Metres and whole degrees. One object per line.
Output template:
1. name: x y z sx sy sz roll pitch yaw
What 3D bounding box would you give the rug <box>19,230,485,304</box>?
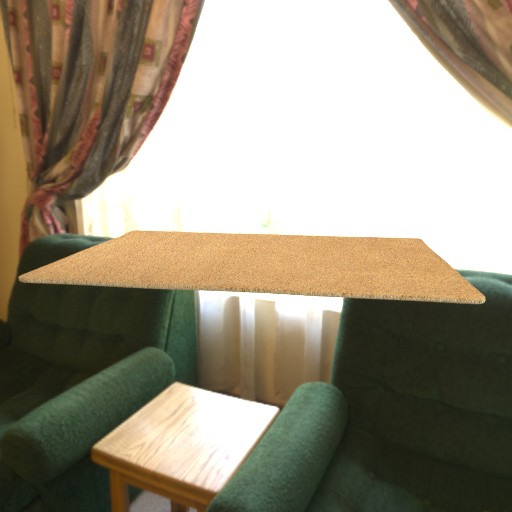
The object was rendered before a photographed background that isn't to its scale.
1. rug: 0.000 0.000 2.885 2.349 0.025 1.500 2 13 9
